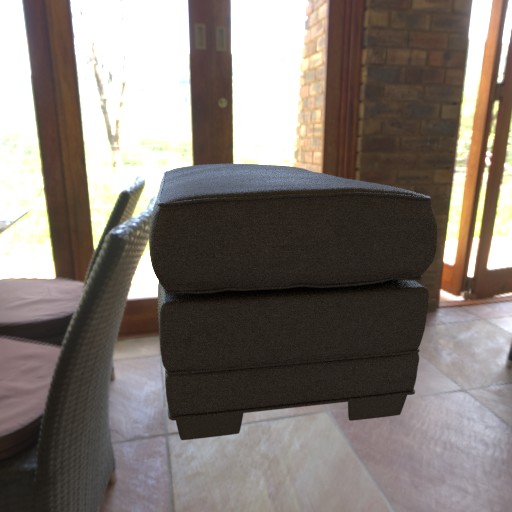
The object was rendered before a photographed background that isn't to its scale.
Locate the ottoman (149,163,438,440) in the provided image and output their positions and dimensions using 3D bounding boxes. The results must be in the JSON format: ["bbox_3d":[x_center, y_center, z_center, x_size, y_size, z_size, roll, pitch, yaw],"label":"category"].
[{"bbox_3d":[0.000,0.000,1.138,0.490,0.448,0.864,-3,15,-10],"label":"ottoman"}]
